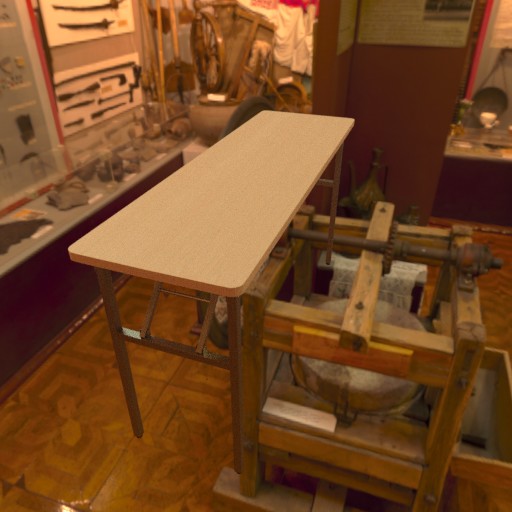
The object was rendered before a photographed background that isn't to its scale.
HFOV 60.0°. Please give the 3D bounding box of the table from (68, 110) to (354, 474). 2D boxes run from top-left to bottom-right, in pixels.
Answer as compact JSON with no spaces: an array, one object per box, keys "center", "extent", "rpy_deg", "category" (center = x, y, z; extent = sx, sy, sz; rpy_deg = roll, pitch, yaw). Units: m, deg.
[{"center":[0.000,0.000,1.723],"extent":[0.446,0.750,1.397],"rpy_deg":[11,34,17],"category":"table"}]
